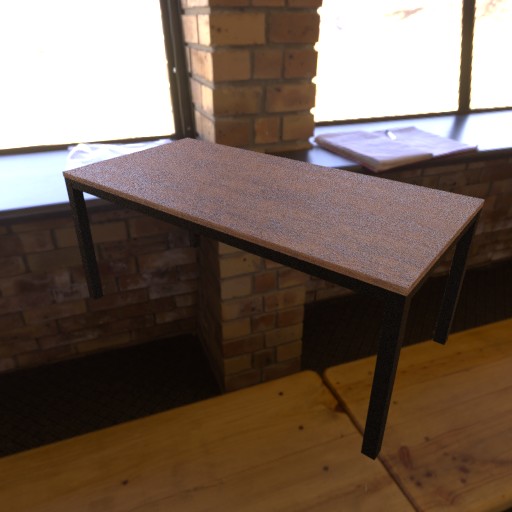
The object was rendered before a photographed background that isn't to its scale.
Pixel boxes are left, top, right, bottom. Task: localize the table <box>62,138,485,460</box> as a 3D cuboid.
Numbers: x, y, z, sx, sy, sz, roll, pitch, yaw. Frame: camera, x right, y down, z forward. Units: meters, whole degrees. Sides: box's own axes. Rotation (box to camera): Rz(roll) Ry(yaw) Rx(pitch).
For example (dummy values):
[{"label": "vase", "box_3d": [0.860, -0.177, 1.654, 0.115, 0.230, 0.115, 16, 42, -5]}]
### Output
[{"label": "table", "box_3d": [0.000, 0.000, 2.270, 1.805, 0.767, 0.893, 20, 34, 32]}]
